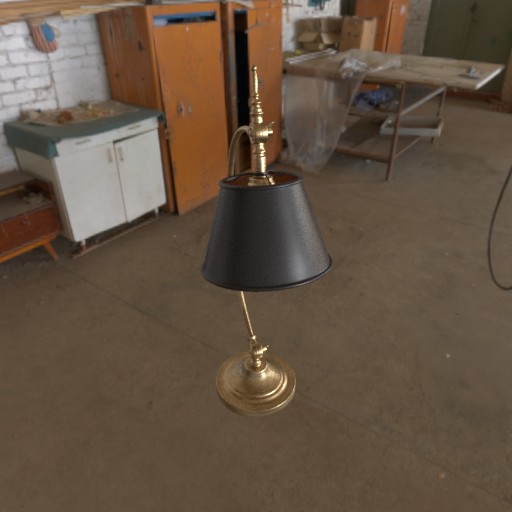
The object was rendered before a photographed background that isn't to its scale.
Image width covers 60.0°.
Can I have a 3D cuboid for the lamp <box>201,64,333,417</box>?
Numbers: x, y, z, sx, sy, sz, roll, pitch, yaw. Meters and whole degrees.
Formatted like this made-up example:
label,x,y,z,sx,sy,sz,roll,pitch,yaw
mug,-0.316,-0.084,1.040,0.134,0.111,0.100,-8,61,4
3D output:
label,x,y,z,sx,sy,sz,roll,pitch,yaw
lamp,0.000,0.000,0.847,0.235,0.675,0.344,-10,33,-16
